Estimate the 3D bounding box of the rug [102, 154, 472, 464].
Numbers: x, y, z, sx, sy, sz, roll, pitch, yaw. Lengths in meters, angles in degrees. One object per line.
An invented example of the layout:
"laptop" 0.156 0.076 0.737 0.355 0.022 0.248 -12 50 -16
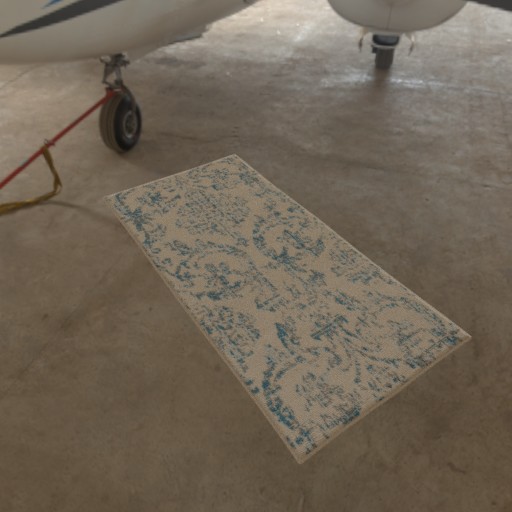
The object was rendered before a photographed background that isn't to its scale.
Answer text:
"rug" 0.000 0.000 1.460 0.605 0.007 1.220 -25 48 -25
